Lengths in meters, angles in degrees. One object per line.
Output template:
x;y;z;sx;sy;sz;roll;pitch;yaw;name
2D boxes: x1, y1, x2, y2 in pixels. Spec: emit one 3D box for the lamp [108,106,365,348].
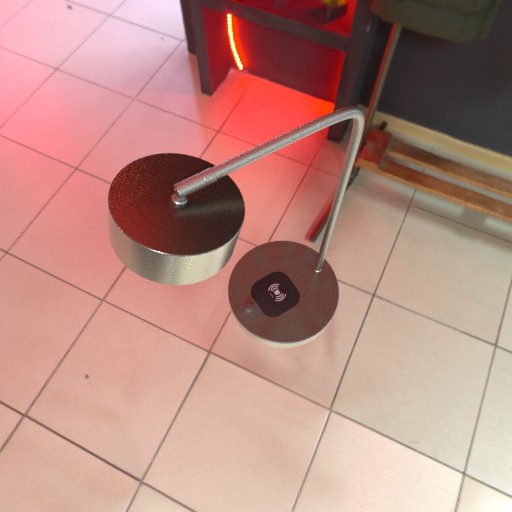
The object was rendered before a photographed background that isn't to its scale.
0.000;0.000;0.647;0.334;0.469;0.211;-29;67;-14;lamp
